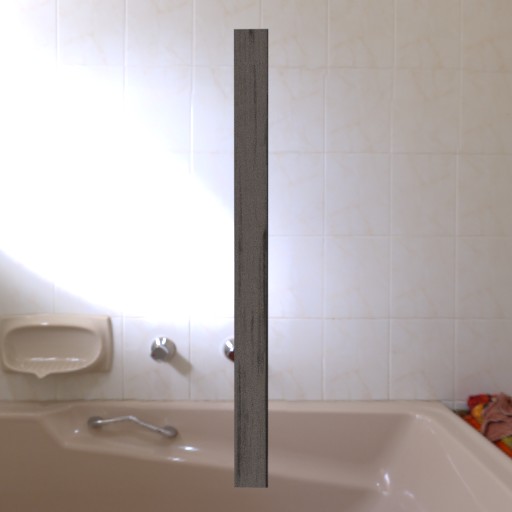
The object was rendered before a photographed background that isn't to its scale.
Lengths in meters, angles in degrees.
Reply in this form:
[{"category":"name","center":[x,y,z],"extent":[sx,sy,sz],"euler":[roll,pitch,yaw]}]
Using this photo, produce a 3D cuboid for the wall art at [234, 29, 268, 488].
[{"category":"wall art","center":[0.000,0.000,0.741],"extent":[0.038,0.506,0.506],"euler":[0,1,1]}]
